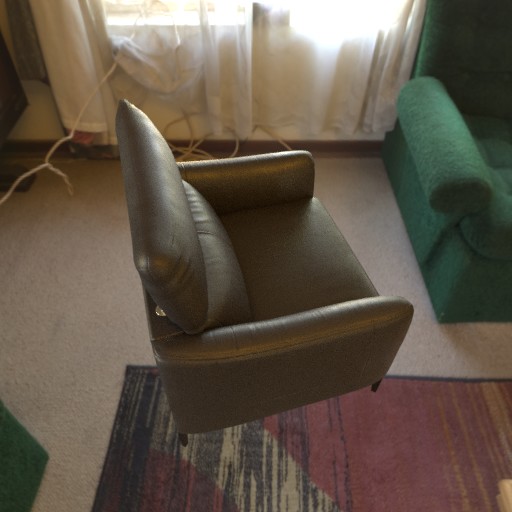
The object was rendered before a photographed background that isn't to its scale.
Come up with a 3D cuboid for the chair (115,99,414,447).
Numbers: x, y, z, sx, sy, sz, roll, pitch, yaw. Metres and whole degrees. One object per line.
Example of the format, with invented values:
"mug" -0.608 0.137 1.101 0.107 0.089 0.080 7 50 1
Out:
"chair" 0.000 0.000 1.630 0.809 0.949 0.976 -12 47 -11
